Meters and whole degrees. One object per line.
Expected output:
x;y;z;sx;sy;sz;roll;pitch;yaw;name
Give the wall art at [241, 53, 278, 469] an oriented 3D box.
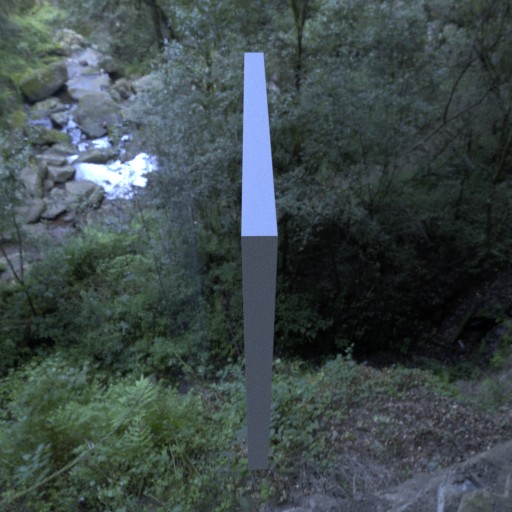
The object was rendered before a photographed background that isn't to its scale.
0.000;0.000;0.461;0.020;0.307;0.307;-1;42;-1;wall art
